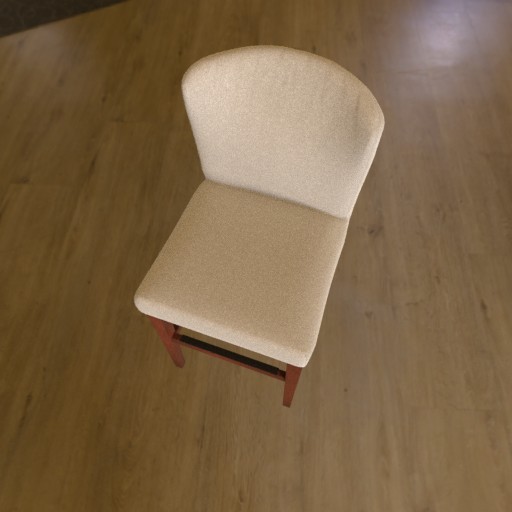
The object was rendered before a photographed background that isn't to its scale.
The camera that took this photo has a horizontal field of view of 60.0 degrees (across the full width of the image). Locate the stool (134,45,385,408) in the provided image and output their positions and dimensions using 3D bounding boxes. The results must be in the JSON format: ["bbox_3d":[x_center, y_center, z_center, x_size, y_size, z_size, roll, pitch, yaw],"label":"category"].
[{"bbox_3d":[0.000,0.000,1.287,0.479,0.968,0.568,17,59,10],"label":"stool"}]
